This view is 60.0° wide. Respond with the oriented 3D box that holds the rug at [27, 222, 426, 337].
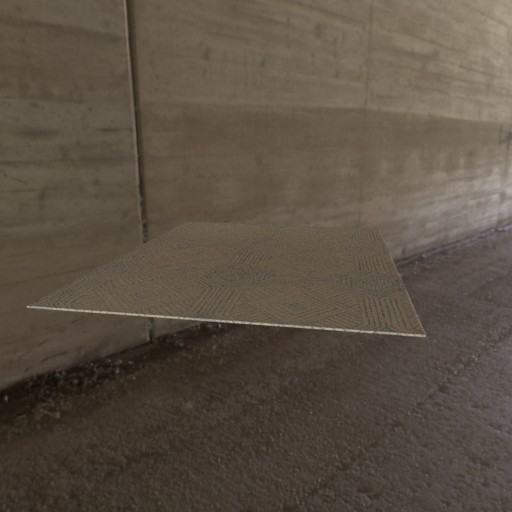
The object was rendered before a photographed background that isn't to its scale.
[{"bbox_3d":[0.000,0.000,4.088,2.457,0.015,3.049,3,15,10],"label":"rug"}]
